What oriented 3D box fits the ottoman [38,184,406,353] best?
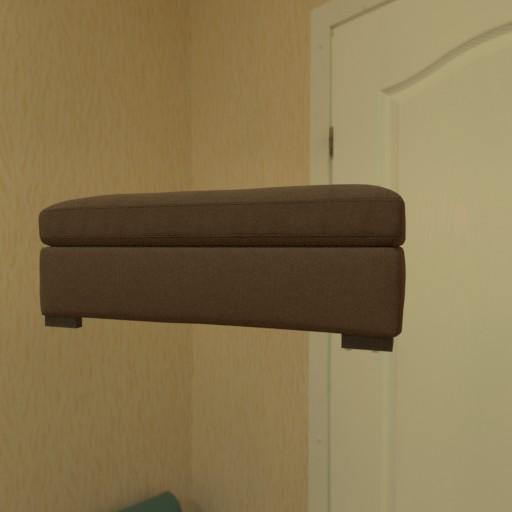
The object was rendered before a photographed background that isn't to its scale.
[{"bbox_3d":[0.000,0.000,1.844,1.181,0.470,1.181,0,1,19],"label":"ottoman"}]
